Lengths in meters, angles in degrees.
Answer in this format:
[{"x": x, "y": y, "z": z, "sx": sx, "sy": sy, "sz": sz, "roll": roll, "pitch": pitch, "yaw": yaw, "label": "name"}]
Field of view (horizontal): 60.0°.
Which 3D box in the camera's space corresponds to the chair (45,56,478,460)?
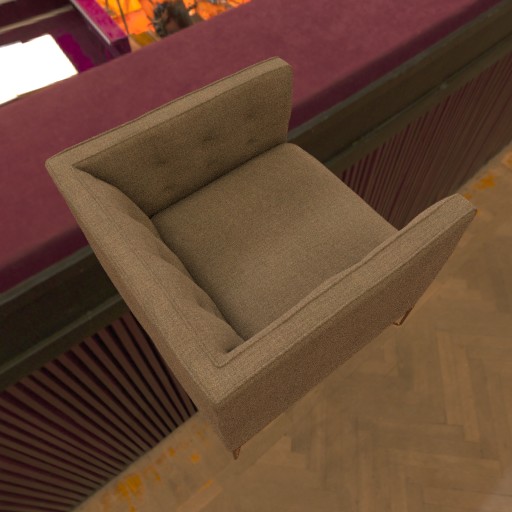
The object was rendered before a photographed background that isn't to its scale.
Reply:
[{"x": 0.000, "y": 0.000, "z": 1.583, "sx": 0.912, "sy": 0.799, "sz": 0.920, "roll": -33, "pitch": 63, "yaw": -19, "label": "chair"}]
